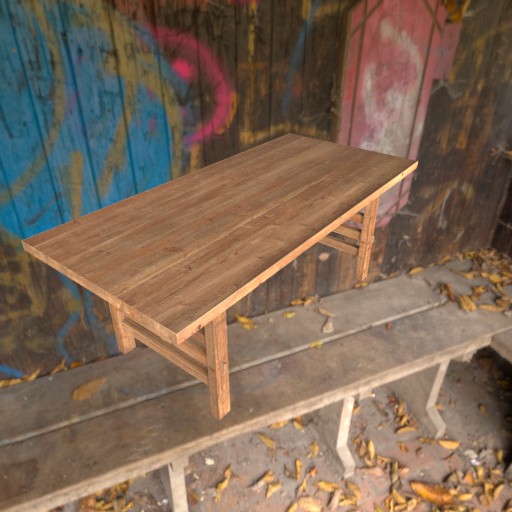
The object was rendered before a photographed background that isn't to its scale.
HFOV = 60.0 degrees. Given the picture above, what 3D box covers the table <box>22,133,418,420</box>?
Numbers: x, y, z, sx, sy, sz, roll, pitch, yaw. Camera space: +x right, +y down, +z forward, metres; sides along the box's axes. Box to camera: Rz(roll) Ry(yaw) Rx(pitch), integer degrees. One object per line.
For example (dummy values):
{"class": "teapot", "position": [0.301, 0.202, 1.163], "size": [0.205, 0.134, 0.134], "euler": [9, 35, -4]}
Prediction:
{"class": "table", "position": [0.000, 0.000, 2.491], "size": [0.952, 0.760, 2.003], "euler": [22, 38, 32]}
